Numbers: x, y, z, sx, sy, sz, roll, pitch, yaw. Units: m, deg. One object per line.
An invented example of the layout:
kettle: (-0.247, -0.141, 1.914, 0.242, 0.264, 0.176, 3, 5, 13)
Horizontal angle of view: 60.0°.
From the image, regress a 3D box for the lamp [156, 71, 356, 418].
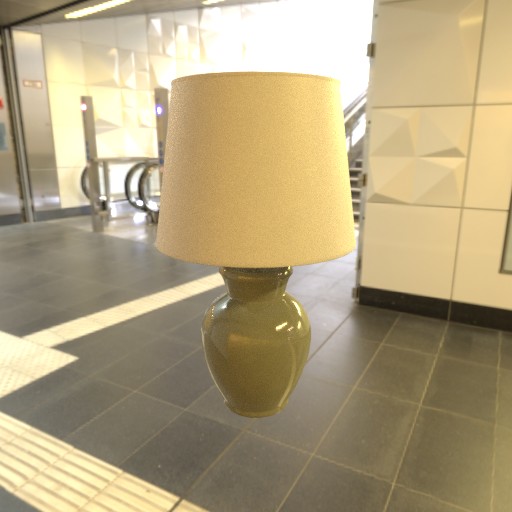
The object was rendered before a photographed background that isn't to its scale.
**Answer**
lamp: (0.000, 0.000, 0.548, 0.239, 0.399, 0.239, 0, 15, 0)
